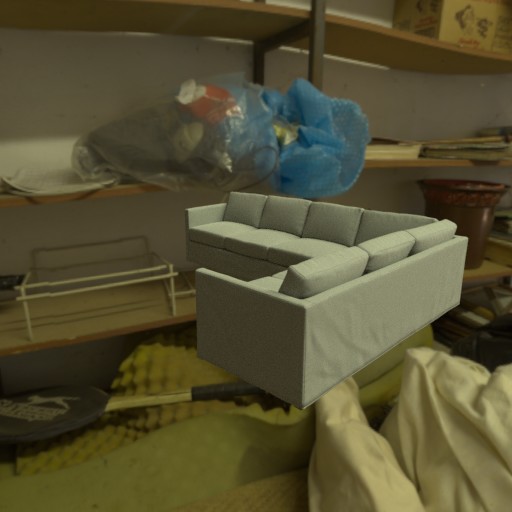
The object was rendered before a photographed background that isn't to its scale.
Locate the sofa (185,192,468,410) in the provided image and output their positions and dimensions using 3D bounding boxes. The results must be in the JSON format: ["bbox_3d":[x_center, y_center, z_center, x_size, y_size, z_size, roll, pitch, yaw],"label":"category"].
[{"bbox_3d":[0.000,0.000,4.422,3.182,0.871,2.432,15,21,43],"label":"sofa"}]
